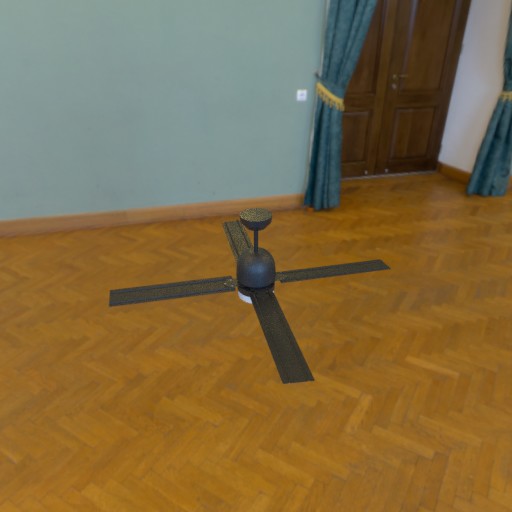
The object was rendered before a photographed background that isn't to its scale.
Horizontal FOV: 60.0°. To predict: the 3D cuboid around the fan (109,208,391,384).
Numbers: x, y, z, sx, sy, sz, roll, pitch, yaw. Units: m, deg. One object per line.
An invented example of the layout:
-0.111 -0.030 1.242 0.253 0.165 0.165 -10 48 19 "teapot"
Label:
0.000 0.000 2.004 1.319 0.410 1.319 -7 31 -12 "fan"
